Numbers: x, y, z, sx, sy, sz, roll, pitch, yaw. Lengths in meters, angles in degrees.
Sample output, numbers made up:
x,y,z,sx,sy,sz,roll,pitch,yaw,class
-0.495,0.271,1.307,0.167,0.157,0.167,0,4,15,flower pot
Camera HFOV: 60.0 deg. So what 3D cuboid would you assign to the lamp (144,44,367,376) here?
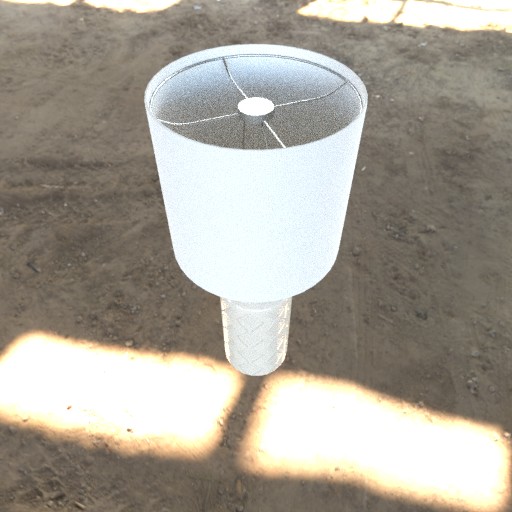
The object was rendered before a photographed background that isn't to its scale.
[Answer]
x,y,z,sx,sy,sz,roll,pitch,yaw,class
0.000,0.000,0.584,0.207,0.461,0.207,-16,49,-14,lamp
